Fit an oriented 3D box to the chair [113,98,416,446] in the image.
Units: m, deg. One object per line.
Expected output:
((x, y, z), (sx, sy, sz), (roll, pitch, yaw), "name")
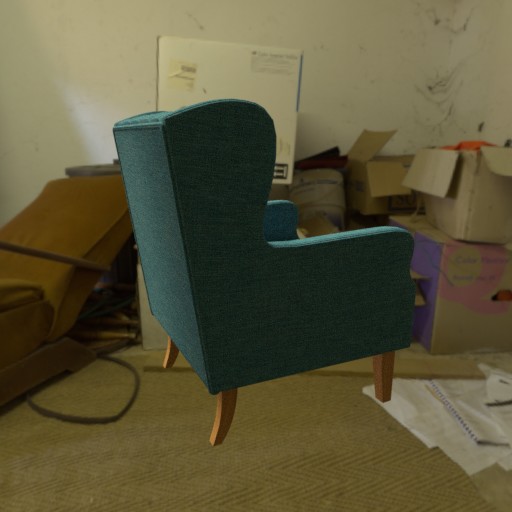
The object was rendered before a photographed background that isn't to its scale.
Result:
((0.000, 0.000, 1.503), (0.775, 0.952, 0.711), (-8, 17, -26), "chair")
